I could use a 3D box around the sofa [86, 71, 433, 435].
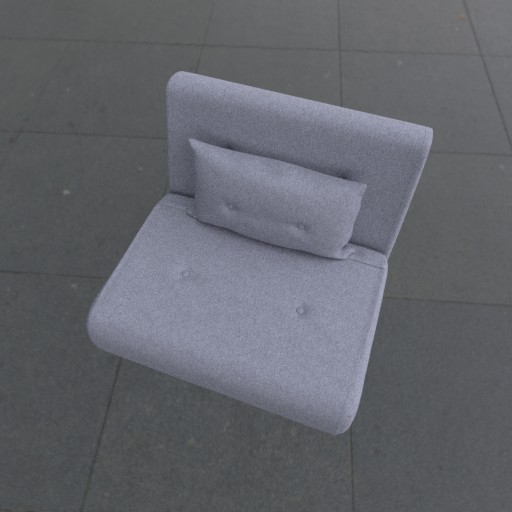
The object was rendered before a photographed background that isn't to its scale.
[{"bbox_3d":[0.000,0.000,1.731,1.020,0.825,1.000,17,59,11],"label":"sofa"}]
